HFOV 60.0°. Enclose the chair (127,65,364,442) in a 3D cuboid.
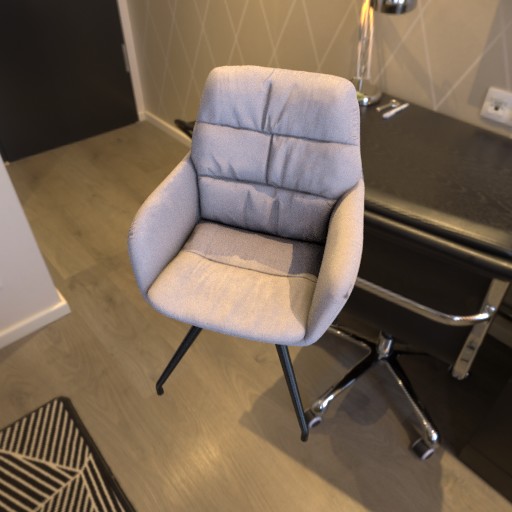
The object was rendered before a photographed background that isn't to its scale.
[{"bbox_3d":[0.000,0.000,1.265,0.579,0.888,0.569,13,43,14],"label":"chair"}]
